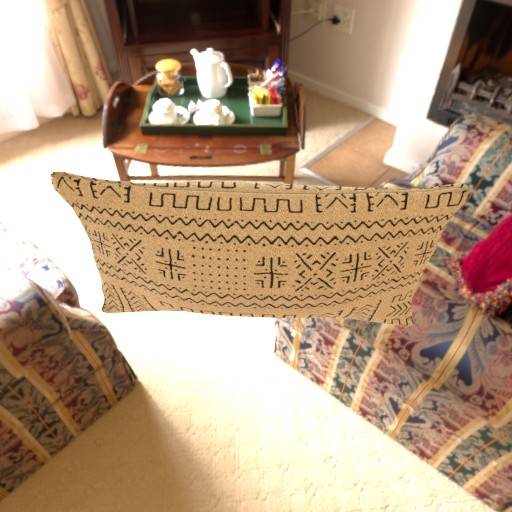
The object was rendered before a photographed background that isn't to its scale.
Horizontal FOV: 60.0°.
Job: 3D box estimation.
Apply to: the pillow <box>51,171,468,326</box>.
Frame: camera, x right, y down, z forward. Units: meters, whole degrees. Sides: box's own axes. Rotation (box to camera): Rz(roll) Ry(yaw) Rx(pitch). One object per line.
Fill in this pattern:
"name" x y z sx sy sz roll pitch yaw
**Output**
"pillow" 0.000 0.000 0.792 0.637 0.352 0.188 2 47 2
